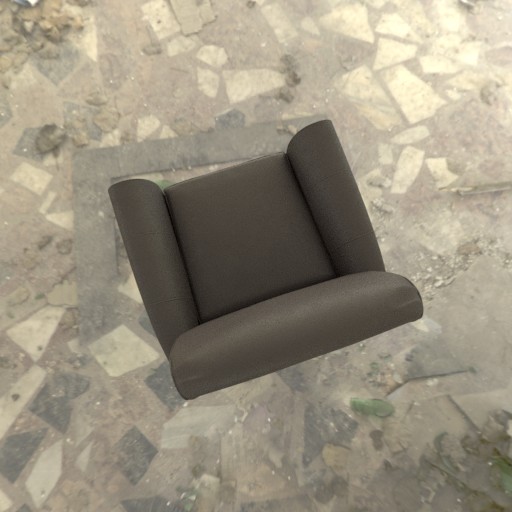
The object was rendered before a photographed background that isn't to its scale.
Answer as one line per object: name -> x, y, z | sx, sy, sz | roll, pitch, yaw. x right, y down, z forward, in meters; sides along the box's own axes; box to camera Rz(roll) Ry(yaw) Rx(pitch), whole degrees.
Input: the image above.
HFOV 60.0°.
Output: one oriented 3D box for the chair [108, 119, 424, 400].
chair -> 0.000, 0.000, 1.798 | 0.978, 1.061, 0.902 | -18, 76, -5
